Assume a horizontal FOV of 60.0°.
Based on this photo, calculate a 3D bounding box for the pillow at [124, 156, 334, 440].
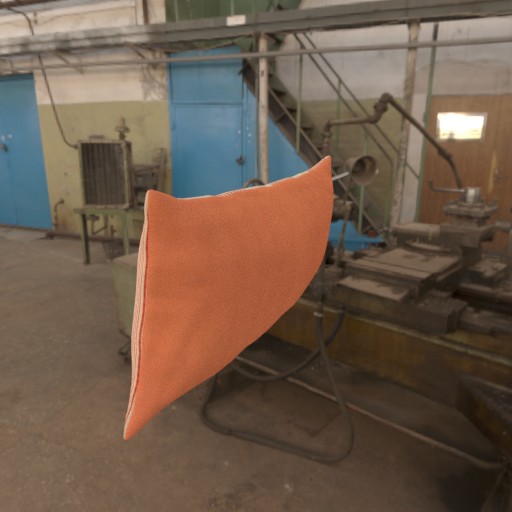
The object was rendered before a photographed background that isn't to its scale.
[{"bbox_3d":[0.000,0.000,0.721,0.156,0.292,0.608,7,17,24],"label":"pillow"}]
